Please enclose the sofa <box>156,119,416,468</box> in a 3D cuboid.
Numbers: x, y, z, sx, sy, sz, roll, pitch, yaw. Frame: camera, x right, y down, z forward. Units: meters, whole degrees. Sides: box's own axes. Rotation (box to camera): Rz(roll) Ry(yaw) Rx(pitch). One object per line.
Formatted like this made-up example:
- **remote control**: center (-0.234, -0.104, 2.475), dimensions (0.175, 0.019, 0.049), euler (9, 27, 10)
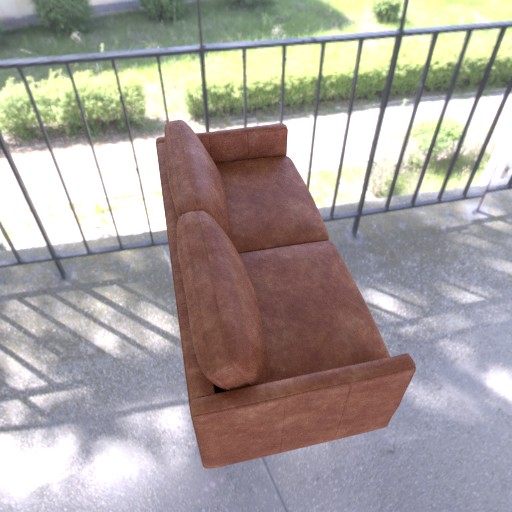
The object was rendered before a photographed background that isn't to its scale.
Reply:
- **sofa**: center (0.000, 0.000, 2.494), dimensions (0.923, 0.863, 1.971), euler (-9, 46, -9)
